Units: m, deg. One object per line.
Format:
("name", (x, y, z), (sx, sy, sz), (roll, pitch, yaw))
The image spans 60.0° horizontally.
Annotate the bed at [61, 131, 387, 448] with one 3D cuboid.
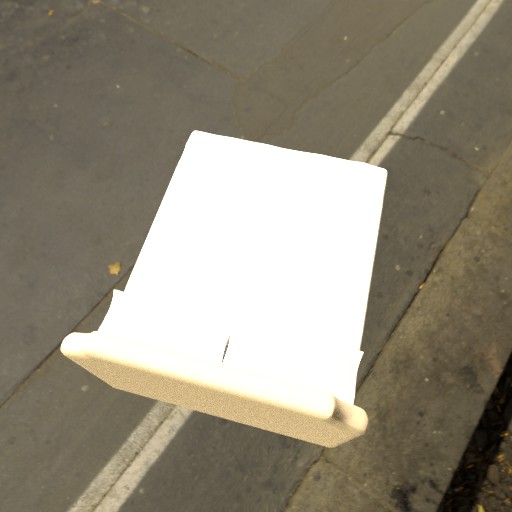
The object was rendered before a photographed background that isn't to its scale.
("bed", (0.000, 0.000, 3.826), (2.134, 1.524, 2.548), (13, 64, 7))
